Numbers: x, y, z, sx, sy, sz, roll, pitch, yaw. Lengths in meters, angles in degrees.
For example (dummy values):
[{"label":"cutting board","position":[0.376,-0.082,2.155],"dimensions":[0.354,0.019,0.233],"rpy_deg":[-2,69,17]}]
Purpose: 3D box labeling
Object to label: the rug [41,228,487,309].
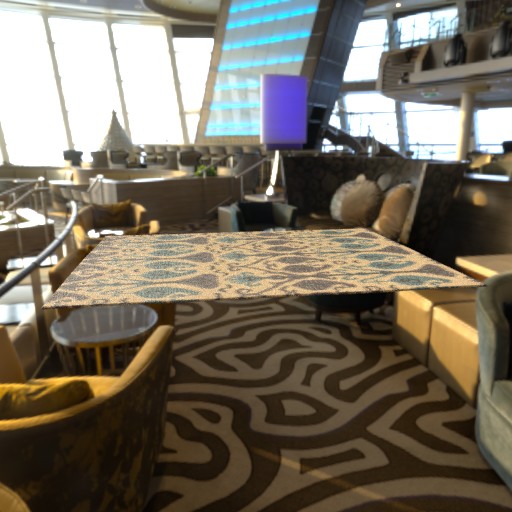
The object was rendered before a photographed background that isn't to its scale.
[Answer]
[{"label":"rug","position":[0.000,0.000,3.002],"dimensions":[2.261,0.013,1.676],"rpy_deg":[-2,14,-8]}]
